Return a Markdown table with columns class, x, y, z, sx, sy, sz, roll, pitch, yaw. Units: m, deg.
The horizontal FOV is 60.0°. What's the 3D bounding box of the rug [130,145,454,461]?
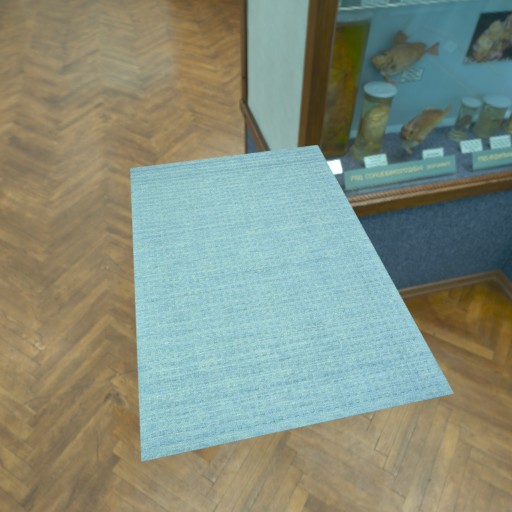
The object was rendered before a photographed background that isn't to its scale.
| class | x | y | z | sx | sy | sz | roll | pitch | yaw |
| --- | --- | --- | --- | --- | --- | --- | --- | --- | --- |
| rug | 0.000 | 0.000 | 3.672 | 1.982 | 0.006 | 2.895 | -9 | 48 | -8 |
